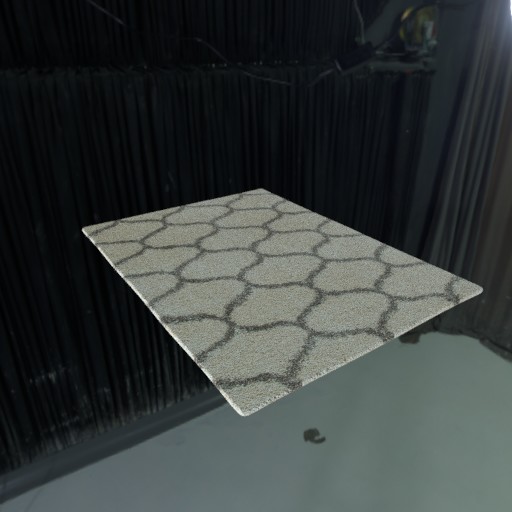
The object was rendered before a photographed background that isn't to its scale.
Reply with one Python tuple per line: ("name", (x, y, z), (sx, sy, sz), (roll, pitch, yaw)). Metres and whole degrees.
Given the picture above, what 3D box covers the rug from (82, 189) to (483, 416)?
("rug", (0.000, 0.000, 2.123), (1.200, 0.025, 1.600), (-17, 31, -31))
